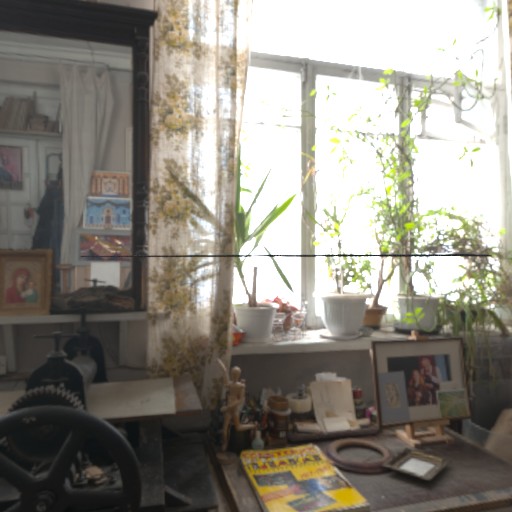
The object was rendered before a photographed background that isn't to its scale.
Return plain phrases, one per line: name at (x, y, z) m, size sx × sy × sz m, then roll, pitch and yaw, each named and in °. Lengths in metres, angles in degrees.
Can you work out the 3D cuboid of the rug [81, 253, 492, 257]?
rug at (0.000, 0.000, 2.694) m, size 2.459 × 0.010 × 0.801 m, roll 0°, pitch 0°, yaw 36°
